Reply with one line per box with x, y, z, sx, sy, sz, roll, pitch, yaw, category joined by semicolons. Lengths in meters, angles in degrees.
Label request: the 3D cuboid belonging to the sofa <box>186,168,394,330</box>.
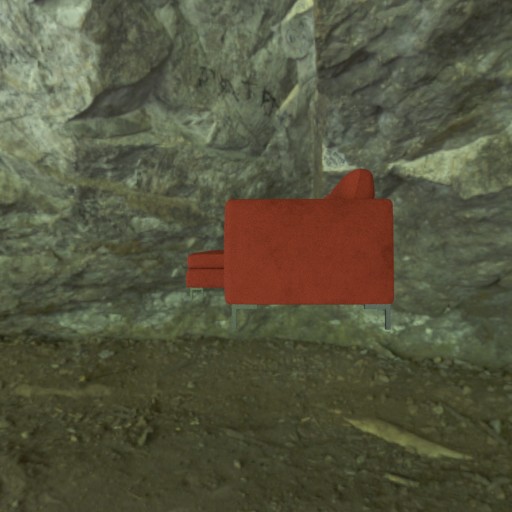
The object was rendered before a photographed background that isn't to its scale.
0.000;0.000;2.952;1.136;0.663;2.467;0;-2;1;sofa
